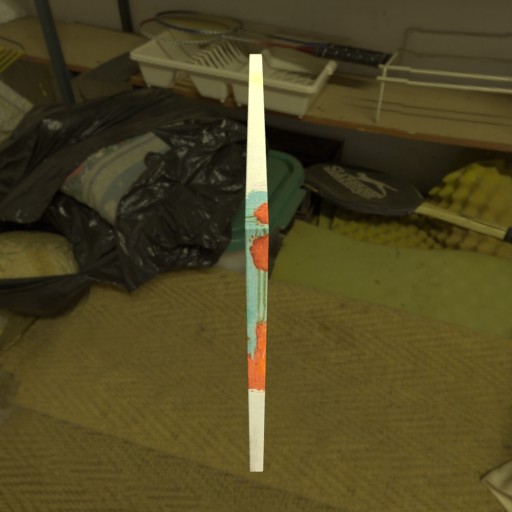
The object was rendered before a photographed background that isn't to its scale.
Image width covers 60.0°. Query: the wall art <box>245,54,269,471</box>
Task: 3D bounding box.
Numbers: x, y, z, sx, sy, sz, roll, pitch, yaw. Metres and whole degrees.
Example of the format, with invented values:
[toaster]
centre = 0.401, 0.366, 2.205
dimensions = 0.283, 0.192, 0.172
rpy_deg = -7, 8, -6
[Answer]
[wall art]
centre = 0.000, 0.000, 1.523
dimensions = 0.044, 1.017, 1.017
rpy_deg = 0, 41, 0
